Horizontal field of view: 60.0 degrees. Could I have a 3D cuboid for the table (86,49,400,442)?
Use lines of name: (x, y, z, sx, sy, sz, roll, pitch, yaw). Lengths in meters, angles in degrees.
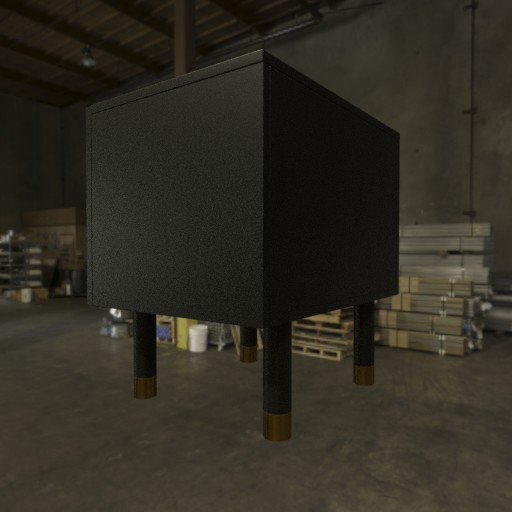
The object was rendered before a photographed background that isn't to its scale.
table: (0.000, 0.000, 0.973, 0.441, 0.584, 0.564, 1, 1, 37)
